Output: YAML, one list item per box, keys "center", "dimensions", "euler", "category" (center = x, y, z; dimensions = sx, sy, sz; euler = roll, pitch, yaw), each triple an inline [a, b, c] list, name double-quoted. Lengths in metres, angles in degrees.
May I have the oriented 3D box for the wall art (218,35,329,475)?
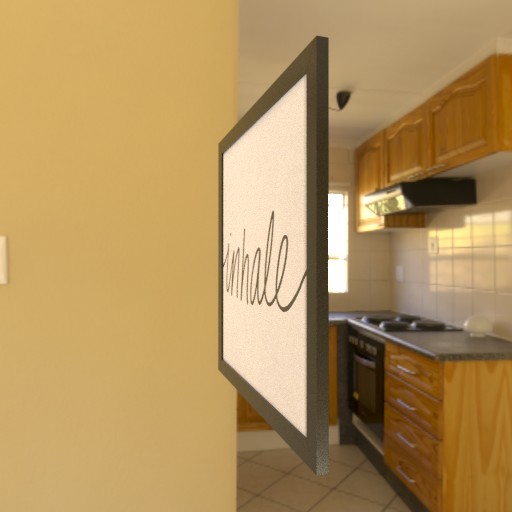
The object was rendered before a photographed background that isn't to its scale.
- center: [0.000, 0.000, 0.662]
  dimensions: [0.014, 0.445, 0.446]
  euler: [0, 0, -18]
  category: "wall art"
